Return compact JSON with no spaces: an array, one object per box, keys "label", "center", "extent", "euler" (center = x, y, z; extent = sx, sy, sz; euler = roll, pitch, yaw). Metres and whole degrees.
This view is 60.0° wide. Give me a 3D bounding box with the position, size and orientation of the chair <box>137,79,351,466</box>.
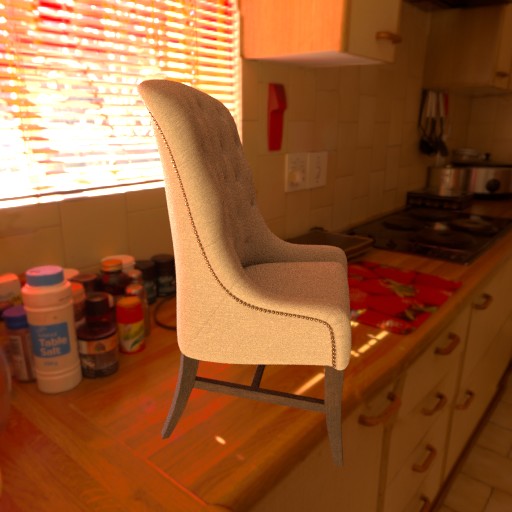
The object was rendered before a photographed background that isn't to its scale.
[{"label":"chair","center":[0.000,0.000,1.468],"extent":[0.629,1.091,0.634],"euler":[3,17,10]}]
